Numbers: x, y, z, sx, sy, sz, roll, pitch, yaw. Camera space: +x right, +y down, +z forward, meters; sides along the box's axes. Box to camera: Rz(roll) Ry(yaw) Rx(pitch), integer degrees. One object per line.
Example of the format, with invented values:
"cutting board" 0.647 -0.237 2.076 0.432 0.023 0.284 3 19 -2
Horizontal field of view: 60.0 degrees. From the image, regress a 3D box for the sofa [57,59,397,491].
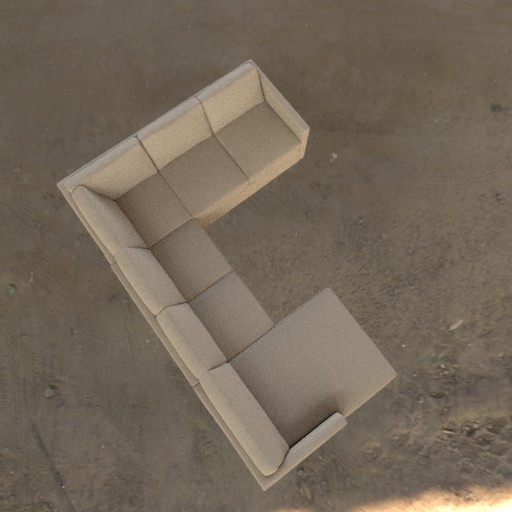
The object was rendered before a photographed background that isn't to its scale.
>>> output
"sofa" 0.000 0.000 4.484 2.476 0.878 3.528 -36 79 -8
